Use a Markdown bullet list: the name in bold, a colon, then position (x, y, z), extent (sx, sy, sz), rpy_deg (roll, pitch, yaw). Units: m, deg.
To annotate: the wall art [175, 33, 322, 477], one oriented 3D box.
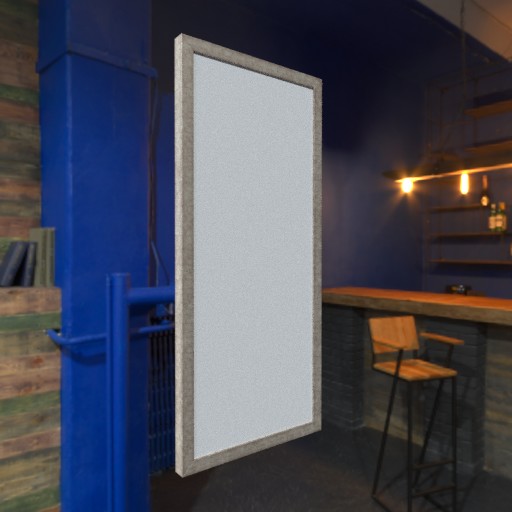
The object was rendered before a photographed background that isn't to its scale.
- **wall art**: position (0.000, 0.000, 1.672), extent (0.648, 1.461, 0.051), rpy_deg (0, 1, -37)
